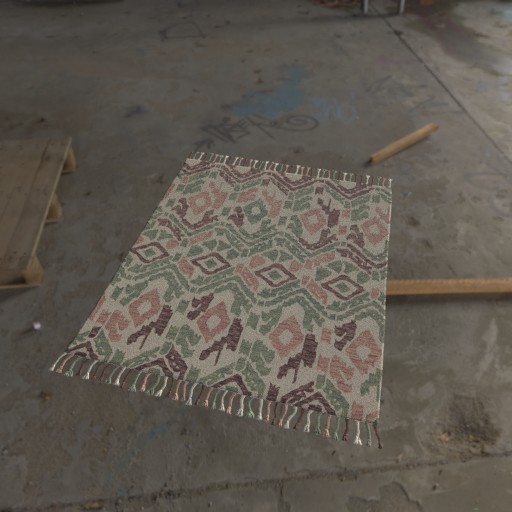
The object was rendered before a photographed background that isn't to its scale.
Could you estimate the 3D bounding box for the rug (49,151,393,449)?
[{"bbox_3d":[0.000,0.000,4.112,2.438,0.010,3.048,10,47,10],"label":"rug"}]
